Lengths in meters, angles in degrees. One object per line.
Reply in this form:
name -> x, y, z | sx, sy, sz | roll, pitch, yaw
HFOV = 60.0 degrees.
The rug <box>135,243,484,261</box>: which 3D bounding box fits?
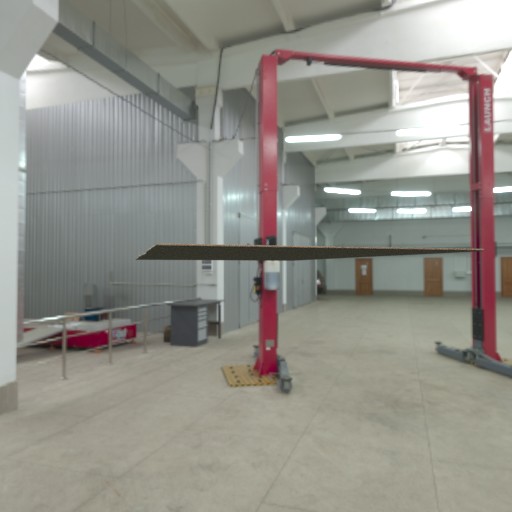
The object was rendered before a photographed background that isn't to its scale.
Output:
rug -> 0.000, 0.000, 3.031 | 1.526, 0.011, 2.435 | 1, -2, -17
